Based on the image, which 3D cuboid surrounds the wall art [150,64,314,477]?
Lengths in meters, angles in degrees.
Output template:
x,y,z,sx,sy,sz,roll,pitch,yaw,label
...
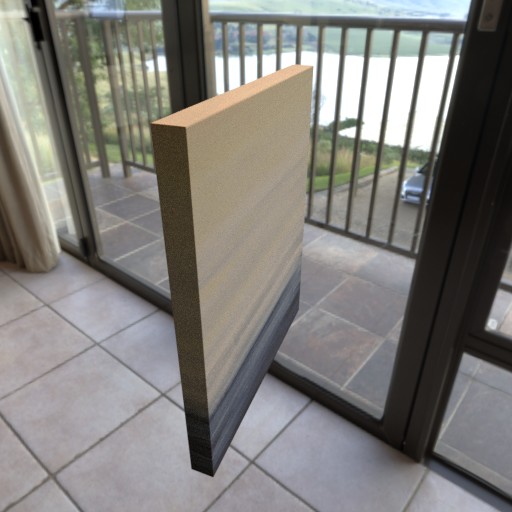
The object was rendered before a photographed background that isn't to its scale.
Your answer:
x,y,z,sx,sy,sz,roll,pitch,yaw,label
0.000,0.000,0.703,0.037,0.511,0.435,11,32,18,wall art
